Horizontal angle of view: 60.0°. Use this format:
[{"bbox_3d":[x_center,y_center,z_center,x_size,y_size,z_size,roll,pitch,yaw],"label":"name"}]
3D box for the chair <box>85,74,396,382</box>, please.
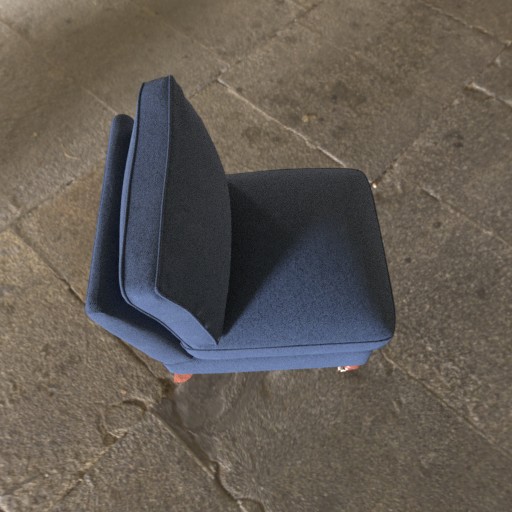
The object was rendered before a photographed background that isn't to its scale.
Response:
[{"bbox_3d":[0.000,0.000,1.617,0.912,1.052,0.724,-2,63,-1],"label":"chair"}]
